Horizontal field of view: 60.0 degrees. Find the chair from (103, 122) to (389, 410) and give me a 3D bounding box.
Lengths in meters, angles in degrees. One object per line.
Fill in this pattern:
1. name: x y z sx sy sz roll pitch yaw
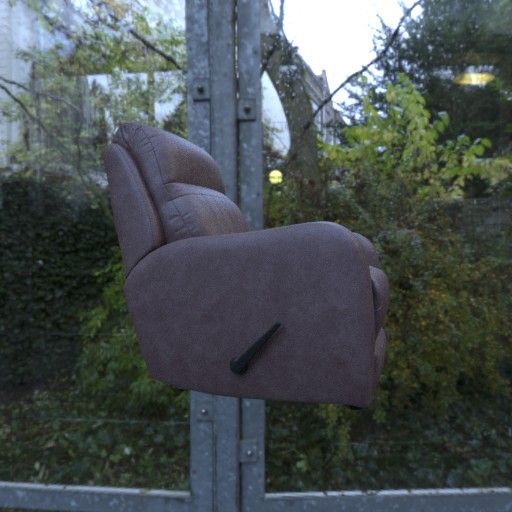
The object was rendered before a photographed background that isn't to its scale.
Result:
1. chair: 0.000 0.000 1.866 1.067 1.067 0.865 0 0 18
